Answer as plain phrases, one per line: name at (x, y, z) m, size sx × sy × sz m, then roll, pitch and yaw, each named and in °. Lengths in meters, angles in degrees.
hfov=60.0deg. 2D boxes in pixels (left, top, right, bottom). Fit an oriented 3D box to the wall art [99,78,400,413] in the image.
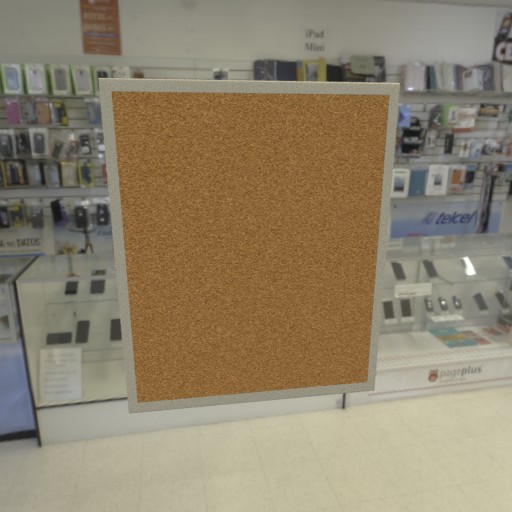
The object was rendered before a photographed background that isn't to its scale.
wall art at (0.000, 0.000, 0.728) m, size 0.444 × 0.536 × 0.020 m, roll -2°, pitch 16°, yaw -9°
